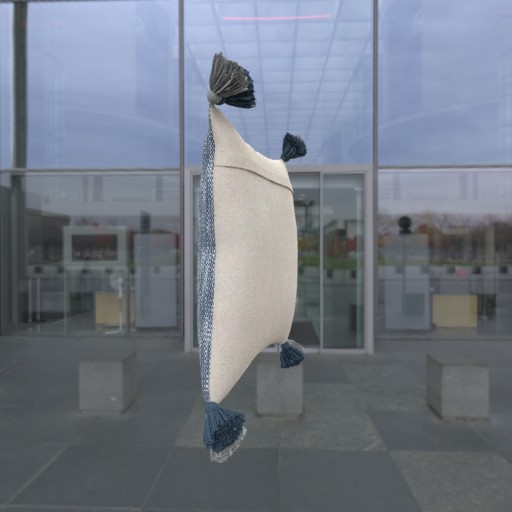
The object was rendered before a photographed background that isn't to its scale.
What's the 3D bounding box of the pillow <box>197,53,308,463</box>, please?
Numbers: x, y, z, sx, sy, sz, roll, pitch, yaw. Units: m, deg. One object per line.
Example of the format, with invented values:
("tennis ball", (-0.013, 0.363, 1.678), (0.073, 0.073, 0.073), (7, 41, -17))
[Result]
("pillow", (0.000, 0.000, 0.924), (0.138, 0.634, 0.614), (0, 1, 18))
